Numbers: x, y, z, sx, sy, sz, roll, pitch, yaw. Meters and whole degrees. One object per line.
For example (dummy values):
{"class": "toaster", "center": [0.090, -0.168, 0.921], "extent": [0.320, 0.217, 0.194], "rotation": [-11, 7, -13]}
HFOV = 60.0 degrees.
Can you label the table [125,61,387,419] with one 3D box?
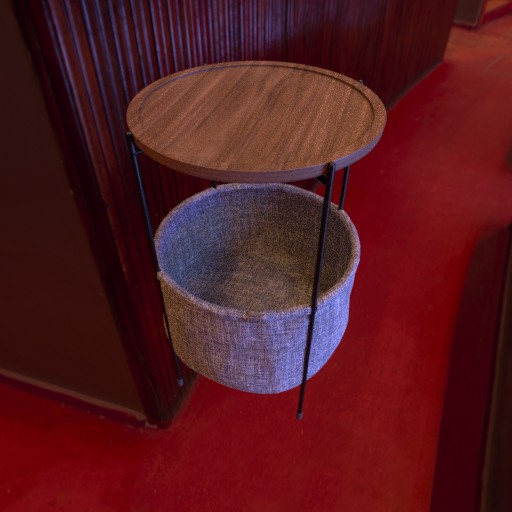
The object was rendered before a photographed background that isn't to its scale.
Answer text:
{"class": "table", "center": [0.000, 0.000, 0.880], "extent": [0.400, 0.623, 0.400], "rotation": [12, 43, 13]}
